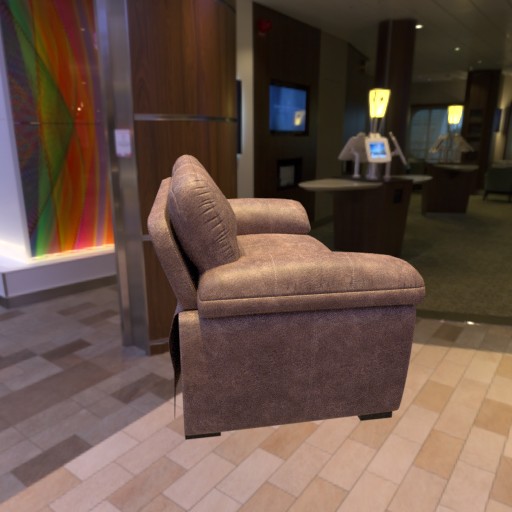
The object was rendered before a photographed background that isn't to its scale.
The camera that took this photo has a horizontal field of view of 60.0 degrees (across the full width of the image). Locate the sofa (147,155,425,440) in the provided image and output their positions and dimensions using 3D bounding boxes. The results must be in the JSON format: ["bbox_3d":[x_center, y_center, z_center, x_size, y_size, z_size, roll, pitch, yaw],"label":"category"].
[{"bbox_3d":[0.000,0.000,2.350,0.991,0.991,1.753,-3,16,-9],"label":"sofa"}]
